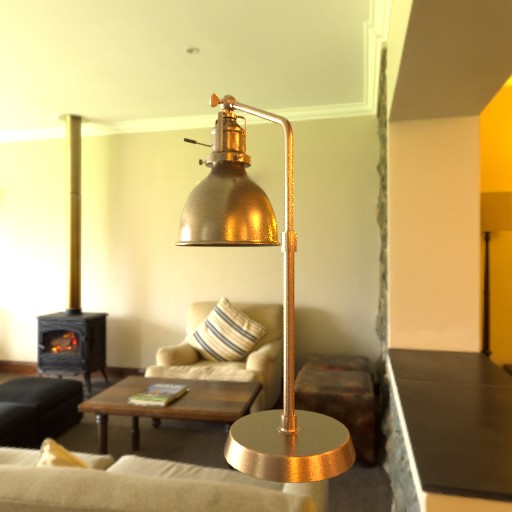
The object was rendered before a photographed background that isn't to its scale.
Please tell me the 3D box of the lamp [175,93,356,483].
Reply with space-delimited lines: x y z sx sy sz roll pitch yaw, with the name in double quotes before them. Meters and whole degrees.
"lamp" 0.000 0.000 0.575 0.153 0.456 0.286 0 0 -36
